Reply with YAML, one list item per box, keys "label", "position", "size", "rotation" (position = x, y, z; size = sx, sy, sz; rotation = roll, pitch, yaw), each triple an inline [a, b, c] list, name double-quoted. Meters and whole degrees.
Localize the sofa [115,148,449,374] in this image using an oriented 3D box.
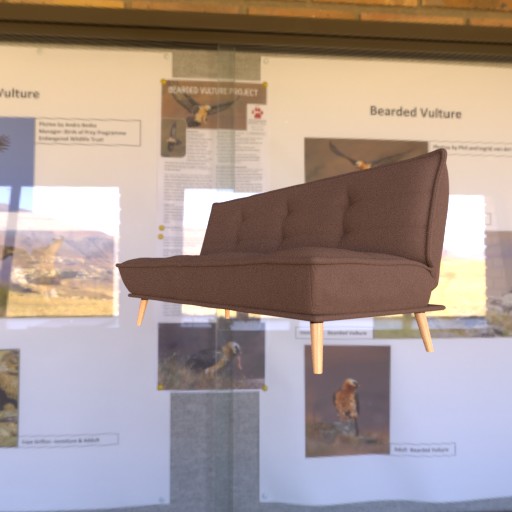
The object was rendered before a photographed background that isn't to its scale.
- label: "sofa"
  position: [0.000, 0.000, 2.478]
  size: [0.950, 0.890, 1.940]
  rotation: [1, -2, -36]
